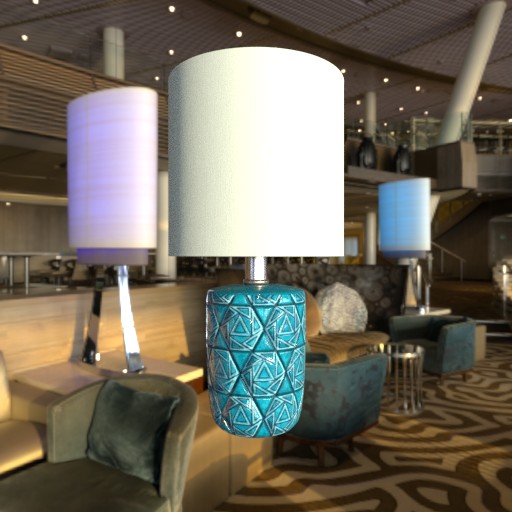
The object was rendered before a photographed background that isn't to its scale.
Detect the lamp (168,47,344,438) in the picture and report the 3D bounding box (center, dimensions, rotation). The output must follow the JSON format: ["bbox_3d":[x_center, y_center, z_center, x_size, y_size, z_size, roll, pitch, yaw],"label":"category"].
[{"bbox_3d":[0.000,0.000,0.496,0.193,0.377,0.193,0,0,16],"label":"lamp"}]
